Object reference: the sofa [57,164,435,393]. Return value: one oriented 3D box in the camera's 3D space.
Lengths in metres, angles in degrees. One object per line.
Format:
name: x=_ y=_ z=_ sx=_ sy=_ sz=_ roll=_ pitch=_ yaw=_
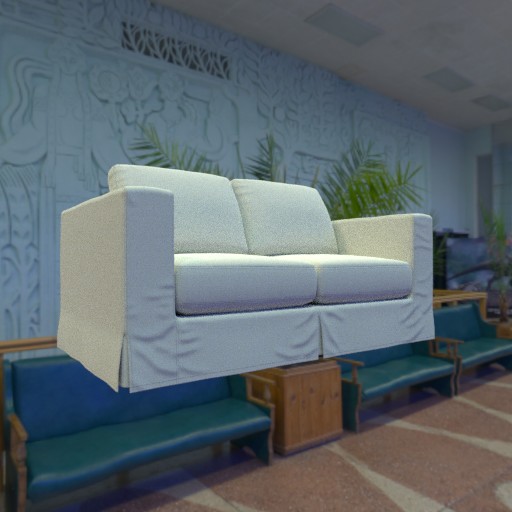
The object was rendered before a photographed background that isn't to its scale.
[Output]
sofa: x=0.000 y=0.000 z=2.400 sx=1.813 sy=0.932 sz=1.009 roll=0 pitch=0 yaw=-35
